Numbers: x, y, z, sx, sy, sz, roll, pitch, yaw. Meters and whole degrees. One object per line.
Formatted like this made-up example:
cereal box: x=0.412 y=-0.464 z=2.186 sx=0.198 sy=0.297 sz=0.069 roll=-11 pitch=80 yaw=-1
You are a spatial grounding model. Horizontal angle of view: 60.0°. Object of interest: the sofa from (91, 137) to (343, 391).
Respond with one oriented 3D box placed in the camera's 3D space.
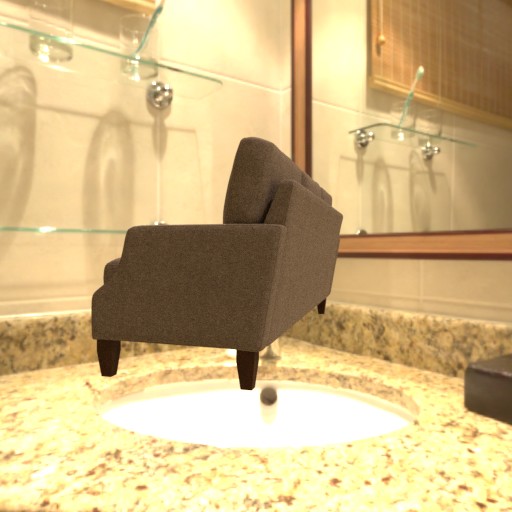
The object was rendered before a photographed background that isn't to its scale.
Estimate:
sofa: x=0.000 y=0.000 z=2.737 sx=0.888 sy=0.984 sz=2.115 roll=0 pitch=1 yaw=16
